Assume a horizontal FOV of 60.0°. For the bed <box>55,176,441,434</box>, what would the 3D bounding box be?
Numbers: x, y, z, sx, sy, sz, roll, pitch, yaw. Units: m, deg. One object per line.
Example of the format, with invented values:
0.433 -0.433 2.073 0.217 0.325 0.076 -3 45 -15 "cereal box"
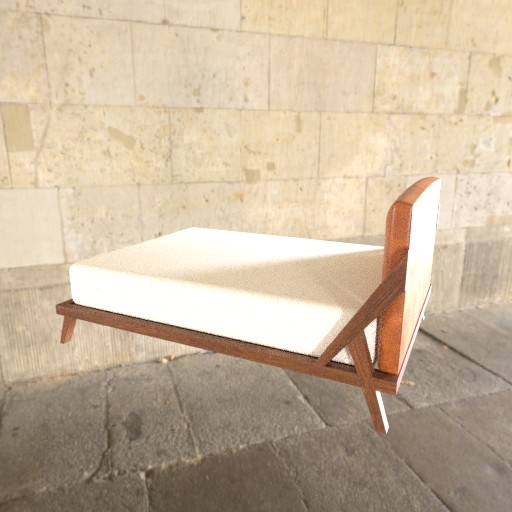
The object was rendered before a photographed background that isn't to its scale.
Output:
0.000 0.000 3.242 2.311 1.168 1.651 7 16 25 "bed"
